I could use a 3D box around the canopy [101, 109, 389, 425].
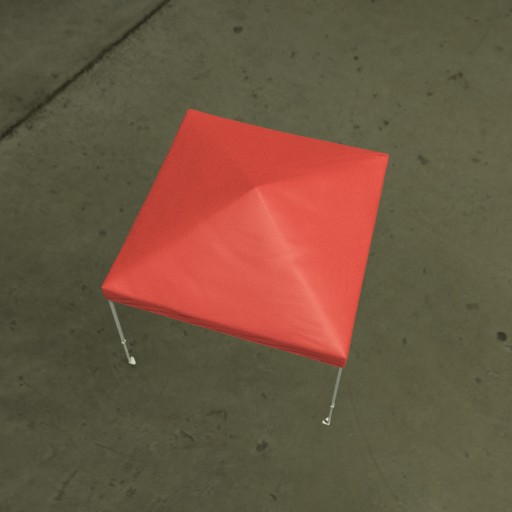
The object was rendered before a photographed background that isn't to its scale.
[{"bbox_3d":[0.000,0.000,5.321,2.849,2.849,2.848,15,65,7],"label":"canopy"}]
